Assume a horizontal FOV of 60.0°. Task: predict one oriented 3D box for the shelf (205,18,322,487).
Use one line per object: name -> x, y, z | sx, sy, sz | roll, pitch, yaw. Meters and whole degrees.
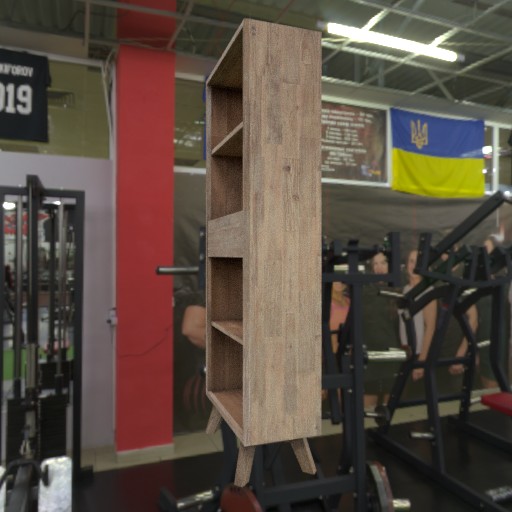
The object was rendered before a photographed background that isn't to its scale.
shelf -> 0.000, 0.000, 1.520 | 0.267, 1.342, 0.491 | 0, 0, -19
